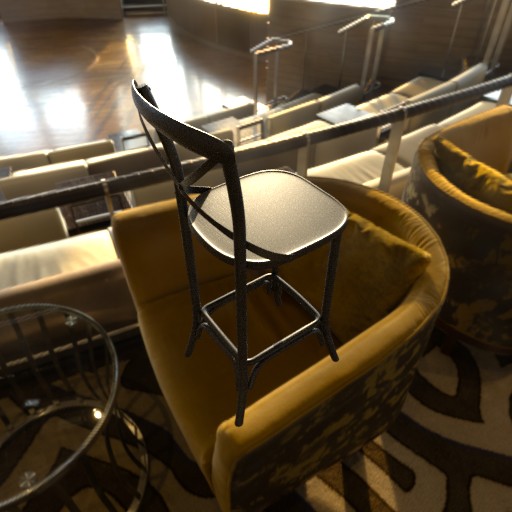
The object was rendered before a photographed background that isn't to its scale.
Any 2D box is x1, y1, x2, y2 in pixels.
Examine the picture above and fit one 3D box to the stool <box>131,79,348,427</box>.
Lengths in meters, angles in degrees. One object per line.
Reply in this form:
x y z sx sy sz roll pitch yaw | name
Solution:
0.000 0.000 1.477 0.584 1.168 0.457 -25 47 -26 | stool
